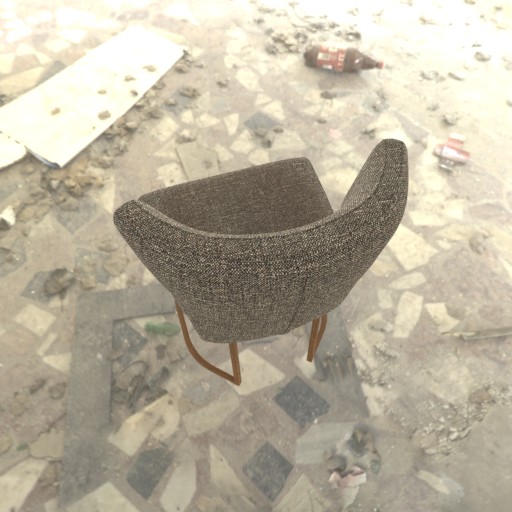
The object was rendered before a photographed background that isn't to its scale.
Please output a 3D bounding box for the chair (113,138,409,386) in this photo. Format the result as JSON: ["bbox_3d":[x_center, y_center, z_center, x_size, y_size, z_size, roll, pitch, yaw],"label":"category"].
[{"bbox_3d":[0.000,0.000,1.232,0.611,0.824,0.617,-15,58,-10],"label":"chair"}]
